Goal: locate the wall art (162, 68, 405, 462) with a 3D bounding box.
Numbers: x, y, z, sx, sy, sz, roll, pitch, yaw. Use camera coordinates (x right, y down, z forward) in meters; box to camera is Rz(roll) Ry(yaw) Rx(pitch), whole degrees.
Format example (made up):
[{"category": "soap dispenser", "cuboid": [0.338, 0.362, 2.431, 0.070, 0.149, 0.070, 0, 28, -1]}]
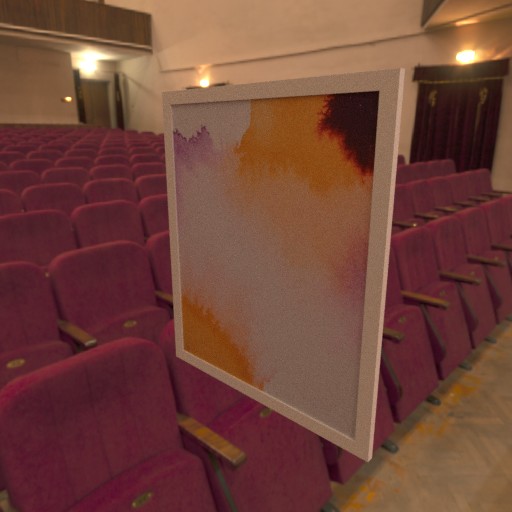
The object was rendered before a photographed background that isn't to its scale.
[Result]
[{"category": "wall art", "cuboid": [0.000, 0.000, 0.762, 0.482, 0.557, 0.012, 14, 21, 42]}]
